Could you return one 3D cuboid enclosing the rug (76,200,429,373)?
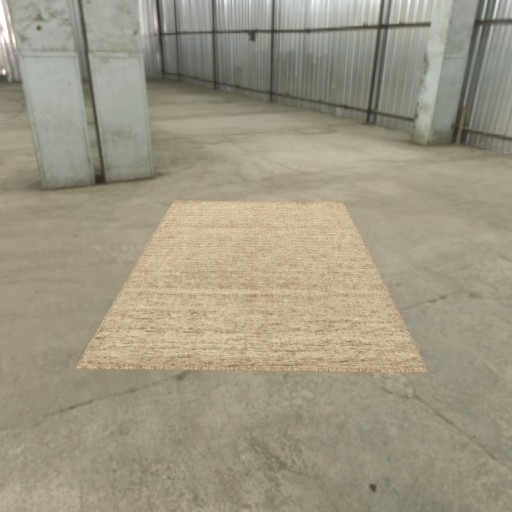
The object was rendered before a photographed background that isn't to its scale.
[{"bbox_3d":[0.000,0.000,2.336,1.211,0.018,1.822,0,25,1],"label":"rug"}]
